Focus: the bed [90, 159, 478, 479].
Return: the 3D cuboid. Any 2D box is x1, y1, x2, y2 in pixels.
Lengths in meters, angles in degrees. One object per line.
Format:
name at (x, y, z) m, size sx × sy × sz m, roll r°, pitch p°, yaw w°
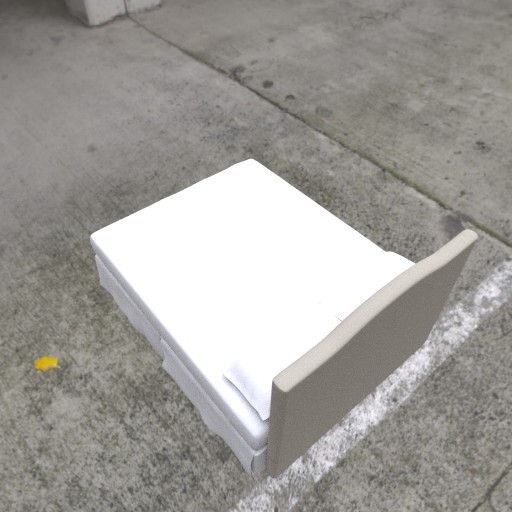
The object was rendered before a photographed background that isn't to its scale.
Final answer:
bed at (0.000, 0.000, 3.590) m, size 1.977 × 1.437 × 2.477 m, roll -31°, pitch 54°, yaw -26°
